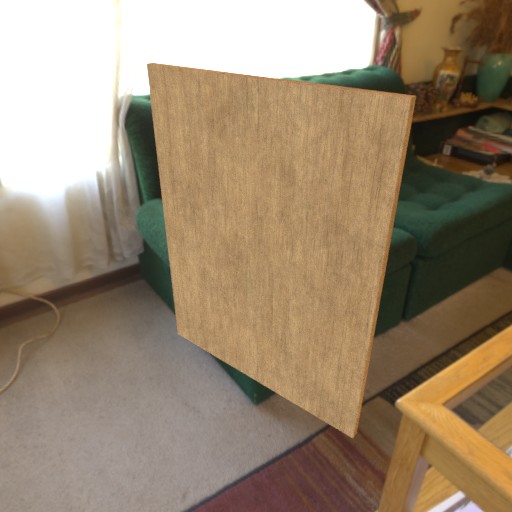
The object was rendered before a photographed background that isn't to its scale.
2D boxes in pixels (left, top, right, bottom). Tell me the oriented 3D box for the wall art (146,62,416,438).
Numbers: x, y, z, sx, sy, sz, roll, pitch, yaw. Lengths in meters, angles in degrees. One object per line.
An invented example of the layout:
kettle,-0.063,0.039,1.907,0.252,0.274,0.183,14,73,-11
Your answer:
wall art,0.000,0.000,0.904,0.534,0.686,0.018,22,37,32
